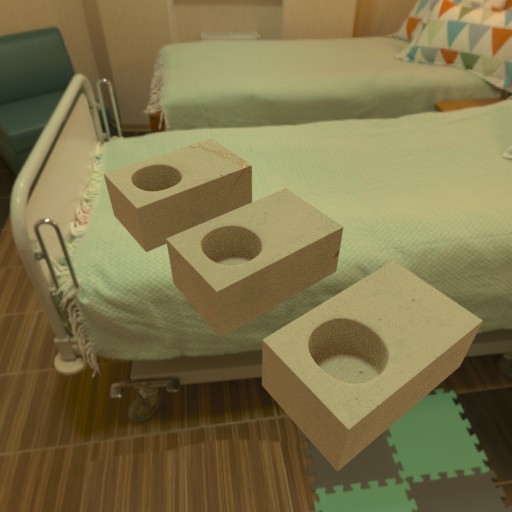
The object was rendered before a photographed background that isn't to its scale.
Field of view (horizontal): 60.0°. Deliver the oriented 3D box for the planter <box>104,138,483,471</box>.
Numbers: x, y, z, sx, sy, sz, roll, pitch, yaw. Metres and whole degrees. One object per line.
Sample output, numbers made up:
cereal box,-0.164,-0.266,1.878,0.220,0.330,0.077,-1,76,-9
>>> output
planter,0.000,0.000,0.382,0.127,0.051,0.333,-26,47,-27
